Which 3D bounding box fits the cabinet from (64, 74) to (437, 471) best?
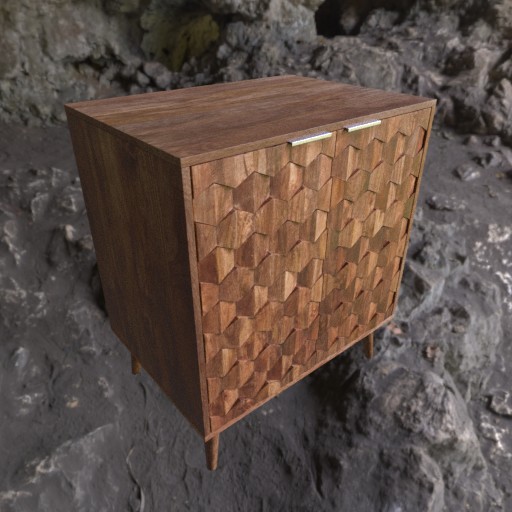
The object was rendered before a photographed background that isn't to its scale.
[{"bbox_3d":[0.000,0.000,1.133,0.647,0.758,0.473,-23,37,-33],"label":"cabinet"}]
